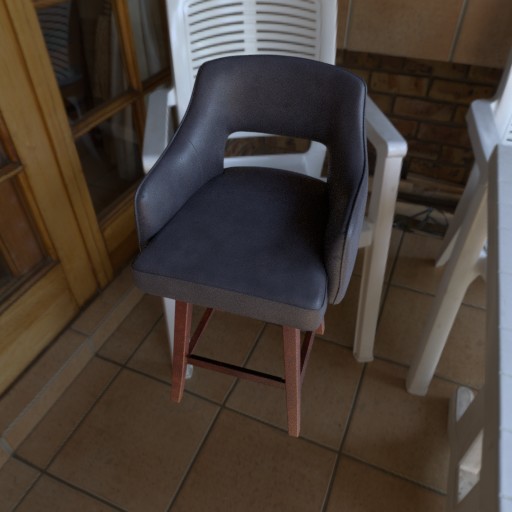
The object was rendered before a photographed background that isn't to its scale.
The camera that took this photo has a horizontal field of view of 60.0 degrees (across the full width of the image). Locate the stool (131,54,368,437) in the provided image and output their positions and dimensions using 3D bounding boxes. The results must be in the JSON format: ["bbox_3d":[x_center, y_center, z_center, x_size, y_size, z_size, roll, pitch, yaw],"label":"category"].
[{"bbox_3d":[0.000,0.000,1.268,0.550,0.936,0.560,11,43,13],"label":"stool"}]
